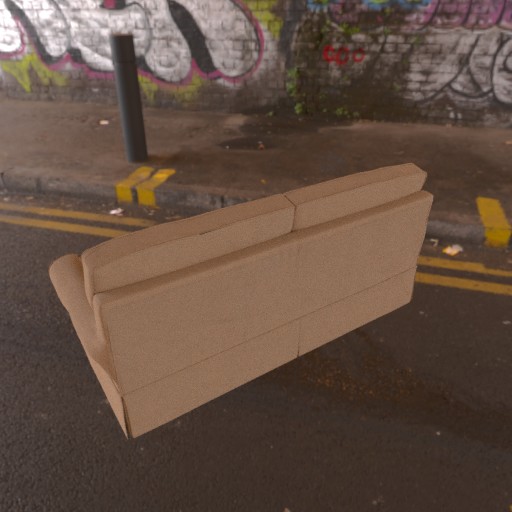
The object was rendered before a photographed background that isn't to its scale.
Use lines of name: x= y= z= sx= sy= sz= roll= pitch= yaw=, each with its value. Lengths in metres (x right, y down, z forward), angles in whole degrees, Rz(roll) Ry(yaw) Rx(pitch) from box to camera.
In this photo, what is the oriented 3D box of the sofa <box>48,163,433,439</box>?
sofa: x=0.000 y=0.000 z=2.748 sx=2.246 sy=1.014 sz=0.900 roll=-18 pitch=35 yaw=-29
